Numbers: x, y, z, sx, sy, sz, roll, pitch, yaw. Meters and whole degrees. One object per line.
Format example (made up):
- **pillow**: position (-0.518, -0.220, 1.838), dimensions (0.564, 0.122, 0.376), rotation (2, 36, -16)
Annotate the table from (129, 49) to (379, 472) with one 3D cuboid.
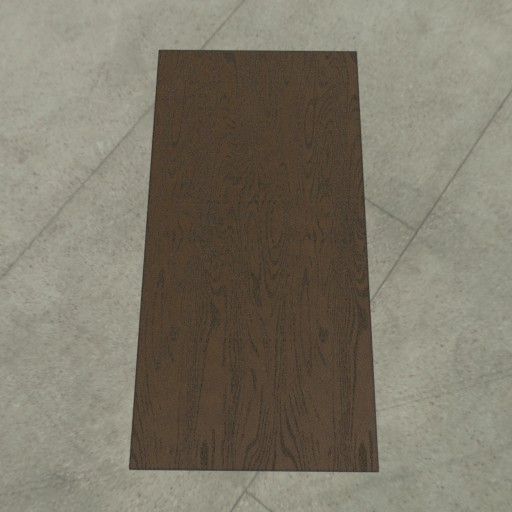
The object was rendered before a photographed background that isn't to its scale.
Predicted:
- **table**: position (0.000, 0.000, 2.398), dimensions (1.016, 0.762, 1.981), rotation (1, 76, 0)
